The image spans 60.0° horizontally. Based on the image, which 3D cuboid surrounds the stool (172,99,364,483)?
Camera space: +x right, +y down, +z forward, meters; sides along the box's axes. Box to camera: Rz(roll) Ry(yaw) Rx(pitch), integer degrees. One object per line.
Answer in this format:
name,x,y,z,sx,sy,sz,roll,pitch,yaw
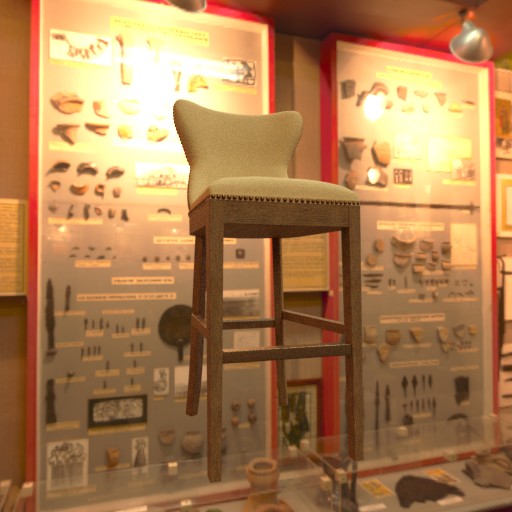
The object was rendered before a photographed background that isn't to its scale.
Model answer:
stool,0.000,0.000,1.438,0.494,1.123,0.606,0,-1,-17
